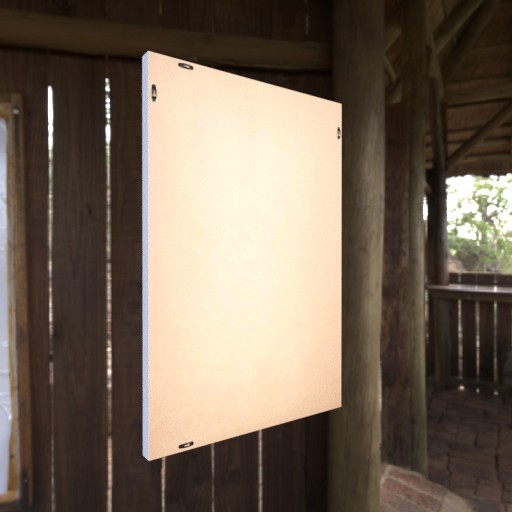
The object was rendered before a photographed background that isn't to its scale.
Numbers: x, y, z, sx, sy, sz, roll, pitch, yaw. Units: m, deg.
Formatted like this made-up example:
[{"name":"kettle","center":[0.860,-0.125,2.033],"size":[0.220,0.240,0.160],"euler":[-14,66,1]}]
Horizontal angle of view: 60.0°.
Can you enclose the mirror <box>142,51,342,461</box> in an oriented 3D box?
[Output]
[{"name":"mirror","center":[0.000,0.000,1.176],"size":[0.609,0.914,0.041],"euler":[0,0,-35]}]
